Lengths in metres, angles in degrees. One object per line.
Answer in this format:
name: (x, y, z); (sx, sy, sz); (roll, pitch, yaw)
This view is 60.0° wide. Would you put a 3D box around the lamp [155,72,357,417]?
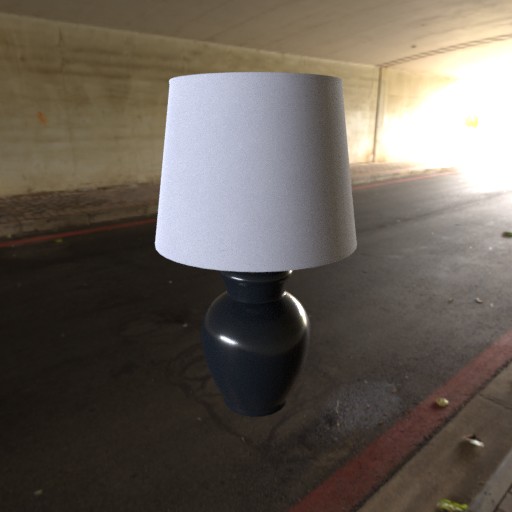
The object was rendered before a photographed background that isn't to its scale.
lamp: (0.000, 0.000, 0.544); (0.239, 0.399, 0.239); (0, 16, 0)
